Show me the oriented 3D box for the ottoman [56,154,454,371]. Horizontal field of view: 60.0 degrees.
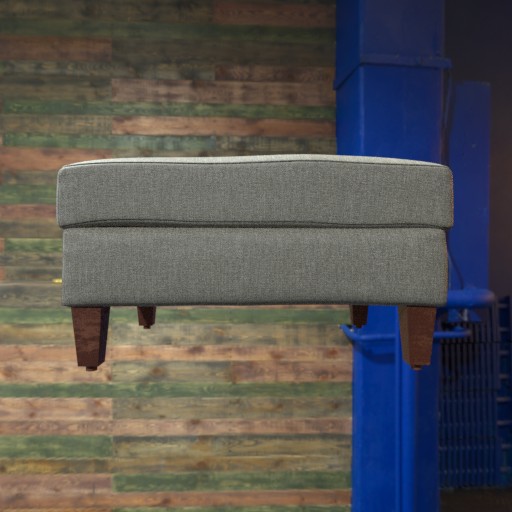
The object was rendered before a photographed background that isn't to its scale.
[{"bbox_3d":[0.000,0.000,1.237,0.873,0.494,0.639,0,0,-1],"label":"ottoman"}]
